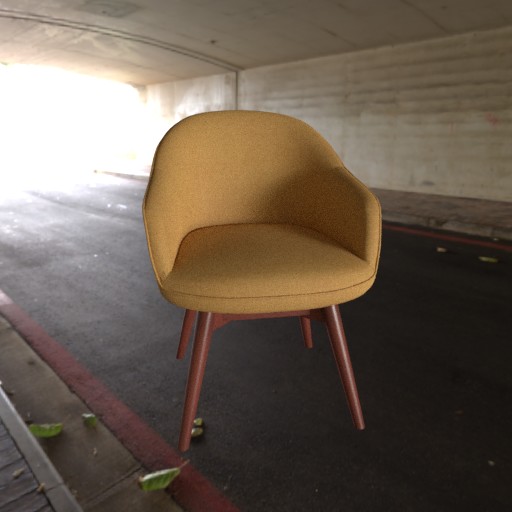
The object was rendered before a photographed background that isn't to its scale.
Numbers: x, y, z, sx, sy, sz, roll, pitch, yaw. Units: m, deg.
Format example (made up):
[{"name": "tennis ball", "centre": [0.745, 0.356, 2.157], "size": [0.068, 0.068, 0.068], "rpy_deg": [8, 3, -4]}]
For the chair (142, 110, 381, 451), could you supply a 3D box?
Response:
[{"name": "chair", "centre": [0.000, 0.000, 1.272], "size": [0.596, 0.823, 0.635], "rpy_deg": [-3, 16, -10]}]
